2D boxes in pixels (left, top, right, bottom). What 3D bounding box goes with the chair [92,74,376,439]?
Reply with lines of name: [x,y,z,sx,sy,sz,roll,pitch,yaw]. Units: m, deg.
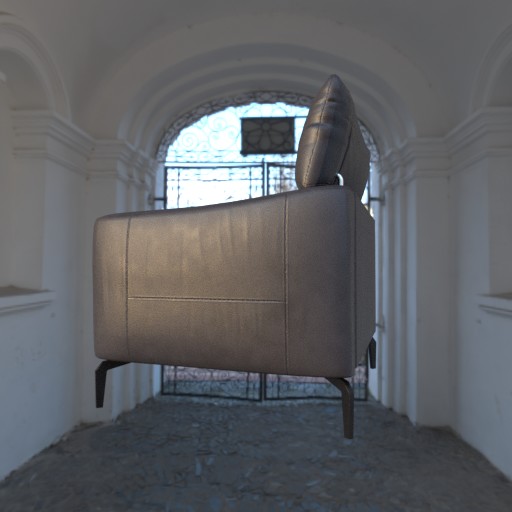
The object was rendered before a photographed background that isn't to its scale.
chair: [0.000,0.000,1.647,0.809,0.949,0.976,-1,-2,19]
